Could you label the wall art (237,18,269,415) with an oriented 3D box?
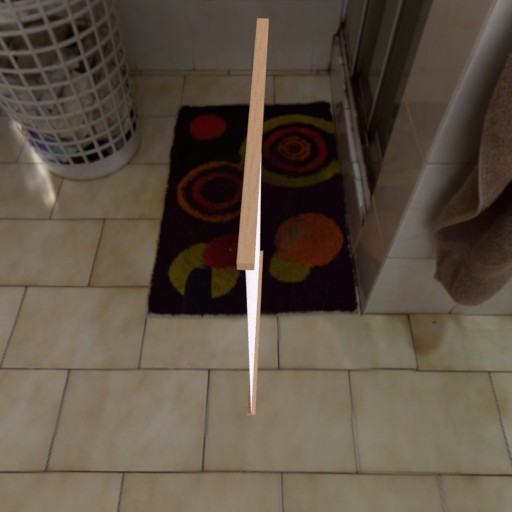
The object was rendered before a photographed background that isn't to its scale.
[{"bbox_3d":[0.000,0.000,0.645,0.013,0.510,0.335,2,58,1],"label":"wall art"}]
